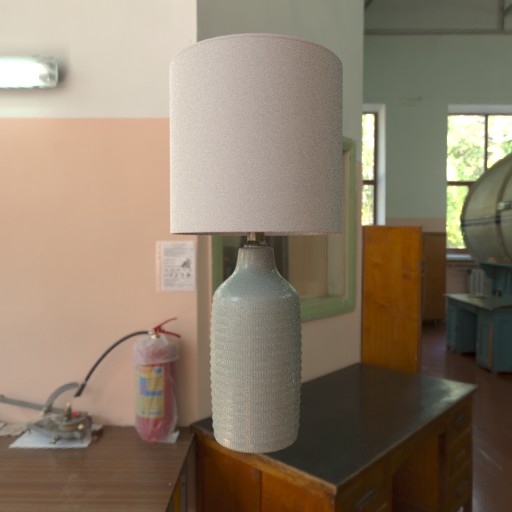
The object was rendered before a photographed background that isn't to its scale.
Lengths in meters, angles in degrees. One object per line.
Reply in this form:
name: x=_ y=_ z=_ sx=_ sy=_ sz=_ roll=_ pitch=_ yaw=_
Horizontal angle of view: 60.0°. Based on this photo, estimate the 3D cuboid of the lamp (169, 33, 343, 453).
lamp: x=0.000 y=0.000 z=0.582 sx=0.220 sy=0.475 sz=0.220 roll=1 pitch=2 yaw=35
